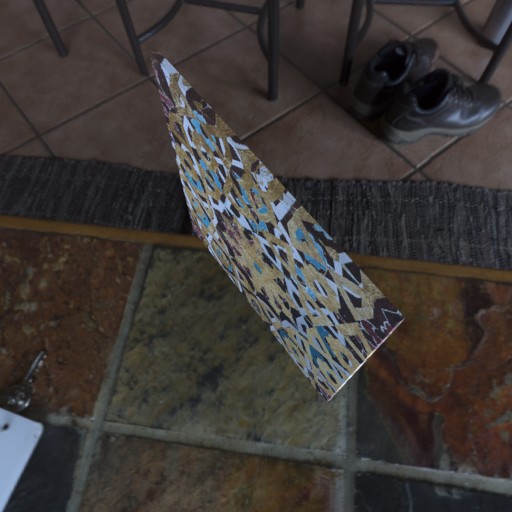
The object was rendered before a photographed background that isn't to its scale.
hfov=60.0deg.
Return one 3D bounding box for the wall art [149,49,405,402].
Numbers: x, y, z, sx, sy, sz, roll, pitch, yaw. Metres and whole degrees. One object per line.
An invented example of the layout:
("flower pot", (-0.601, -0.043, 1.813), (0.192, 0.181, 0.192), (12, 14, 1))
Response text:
("wall art", (0.000, 0.000, 0.619), (0.010, 0.406, 0.404), (-33, 68, -15))
